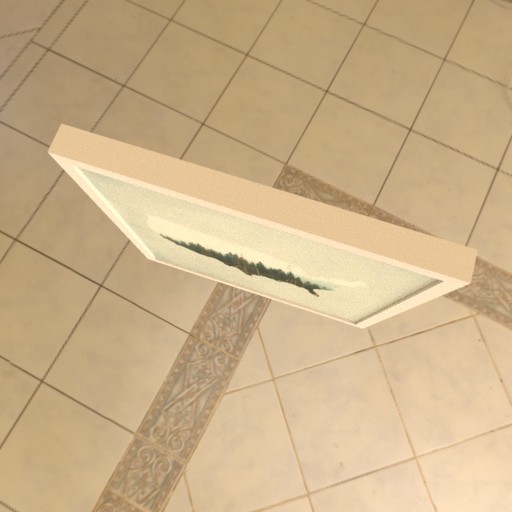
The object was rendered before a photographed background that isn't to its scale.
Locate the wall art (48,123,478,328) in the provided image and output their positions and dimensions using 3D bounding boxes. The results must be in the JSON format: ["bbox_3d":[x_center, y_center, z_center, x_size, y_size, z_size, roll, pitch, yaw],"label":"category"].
[{"bbox_3d":[0.000,0.000,0.453,0.304,0.304,0.024,18,76,5],"label":"wall art"}]
